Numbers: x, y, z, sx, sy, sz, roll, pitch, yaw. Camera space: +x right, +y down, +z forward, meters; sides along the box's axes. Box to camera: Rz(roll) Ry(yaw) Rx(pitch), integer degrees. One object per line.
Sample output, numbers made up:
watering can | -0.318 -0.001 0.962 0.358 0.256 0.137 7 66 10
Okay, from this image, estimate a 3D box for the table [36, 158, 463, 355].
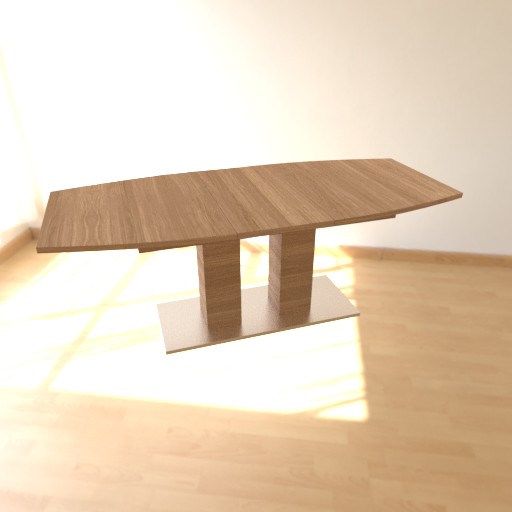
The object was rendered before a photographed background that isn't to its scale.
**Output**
table | 0.000 0.000 2.473 2.032 0.750 0.900 -9 29 -16
